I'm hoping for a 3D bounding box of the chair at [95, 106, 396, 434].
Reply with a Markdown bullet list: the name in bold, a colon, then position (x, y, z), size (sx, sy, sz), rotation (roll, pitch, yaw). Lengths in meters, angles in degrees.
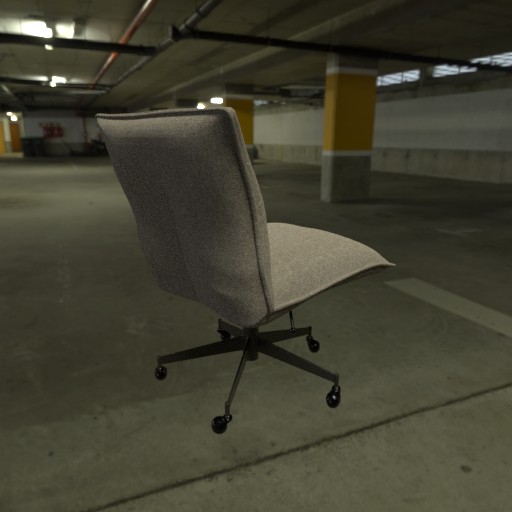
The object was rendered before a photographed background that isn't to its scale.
- **chair**: position (0.000, 0.000, 1.327), size (0.696, 0.811, 0.597), rotation (-13, 20, -40)
